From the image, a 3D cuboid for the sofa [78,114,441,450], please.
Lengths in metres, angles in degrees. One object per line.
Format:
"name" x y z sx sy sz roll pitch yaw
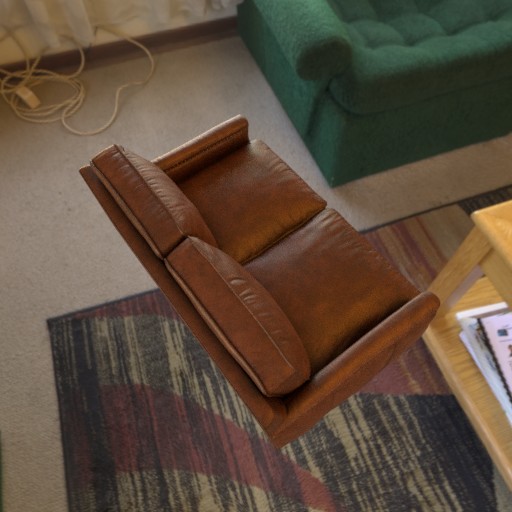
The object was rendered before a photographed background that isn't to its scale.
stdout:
"sofa" 0.000 0.000 2.316 1.083 1.003 1.628 -33 64 -18
